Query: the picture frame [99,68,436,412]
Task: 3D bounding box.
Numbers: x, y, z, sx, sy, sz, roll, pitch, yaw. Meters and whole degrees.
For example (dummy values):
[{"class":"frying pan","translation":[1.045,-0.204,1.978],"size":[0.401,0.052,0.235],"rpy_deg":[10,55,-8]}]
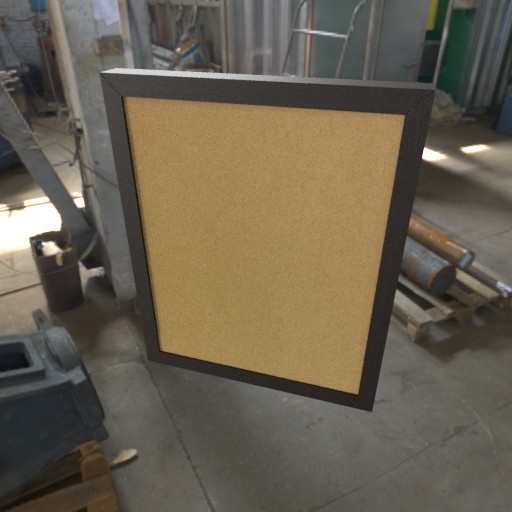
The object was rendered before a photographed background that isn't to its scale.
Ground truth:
[{"class":"picture frame","translation":[0.000,0.000,0.735],"size":[0.452,0.555,0.044],"rpy_deg":[9,32,14]}]
